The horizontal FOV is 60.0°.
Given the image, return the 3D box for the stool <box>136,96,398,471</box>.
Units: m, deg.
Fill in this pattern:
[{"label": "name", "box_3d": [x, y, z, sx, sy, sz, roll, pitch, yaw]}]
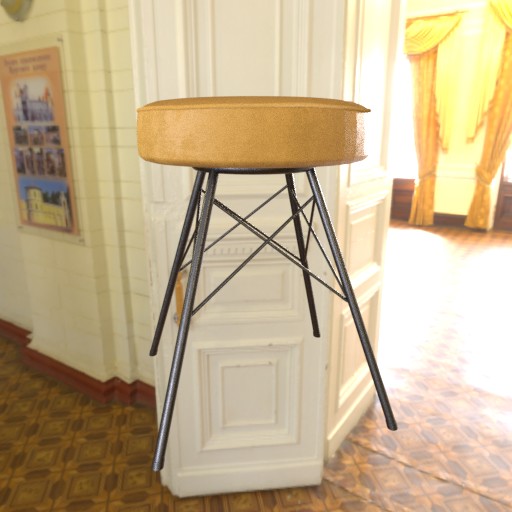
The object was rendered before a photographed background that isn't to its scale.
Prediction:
[{"label": "stool", "box_3d": [0.000, 0.000, 0.898, 0.472, 0.595, 0.438, -3, 16, -11]}]
